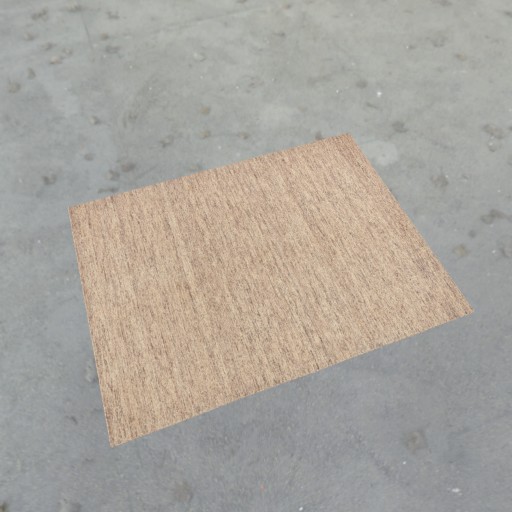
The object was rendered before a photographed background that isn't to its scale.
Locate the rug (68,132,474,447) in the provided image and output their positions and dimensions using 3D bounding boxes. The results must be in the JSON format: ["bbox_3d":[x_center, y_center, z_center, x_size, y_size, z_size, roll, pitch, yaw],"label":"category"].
[{"bbox_3d":[0.000,0.000,4.223,3.205,0.013,2.448,-17,59,-11],"label":"rug"}]
